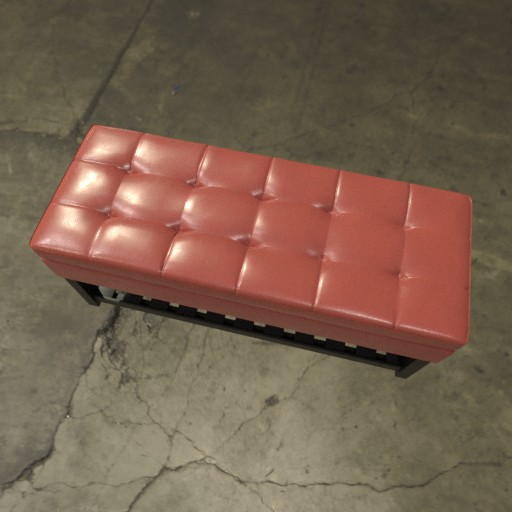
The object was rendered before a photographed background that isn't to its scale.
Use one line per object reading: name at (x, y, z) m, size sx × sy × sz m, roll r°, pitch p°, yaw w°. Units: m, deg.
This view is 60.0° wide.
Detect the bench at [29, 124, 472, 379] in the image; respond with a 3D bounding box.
bench at (0.000, 0.000, 1.343) m, size 1.105 × 0.460 × 0.432 m, roll 12°, pitch 64°, yaw 6°
